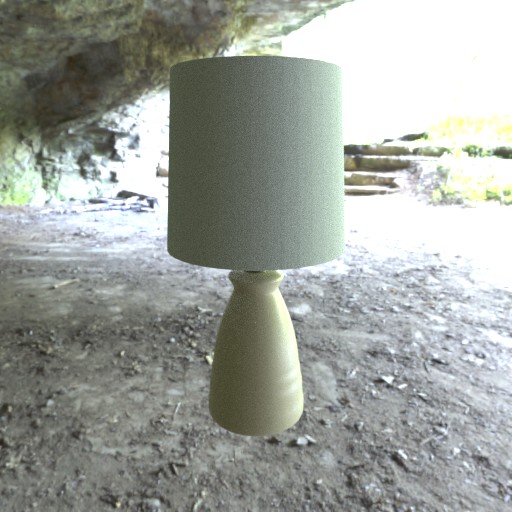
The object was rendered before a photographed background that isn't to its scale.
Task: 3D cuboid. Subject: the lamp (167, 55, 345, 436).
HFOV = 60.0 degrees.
[{"bbox_3d":[0.000,0.000,0.475,0.186,0.369,0.186,0,15,0],"label":"lamp"}]
